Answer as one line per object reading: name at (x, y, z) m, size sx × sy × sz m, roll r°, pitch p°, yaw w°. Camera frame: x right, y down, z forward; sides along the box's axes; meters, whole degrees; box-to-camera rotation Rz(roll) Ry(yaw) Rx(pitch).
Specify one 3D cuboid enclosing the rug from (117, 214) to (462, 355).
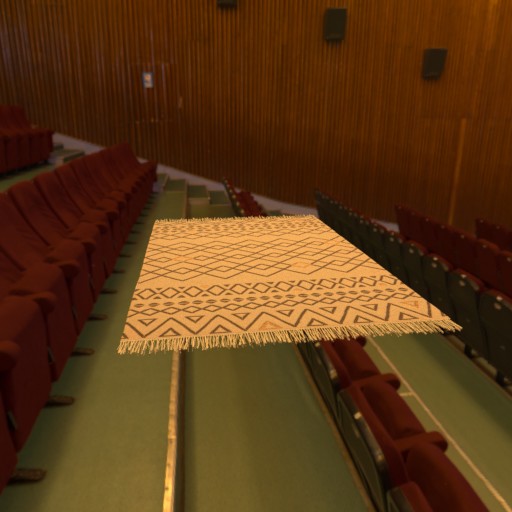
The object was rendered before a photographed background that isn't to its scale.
rug at (0.000, 0.000, 2.466) m, size 1.224 × 0.028 × 2.023 m, roll -3°, pitch 17°, yaw -8°
